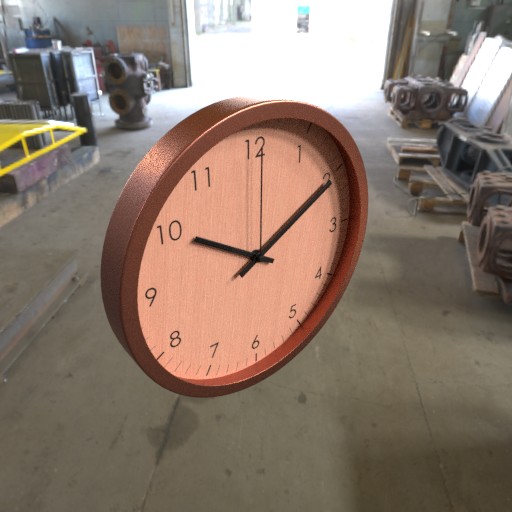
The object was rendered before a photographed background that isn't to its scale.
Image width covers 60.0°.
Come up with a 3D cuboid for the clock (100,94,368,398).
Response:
[{"bbox_3d":[0.000,0.000,0.460,0.313,0.313,0.040,-22,35,-34],"label":"clock"}]
